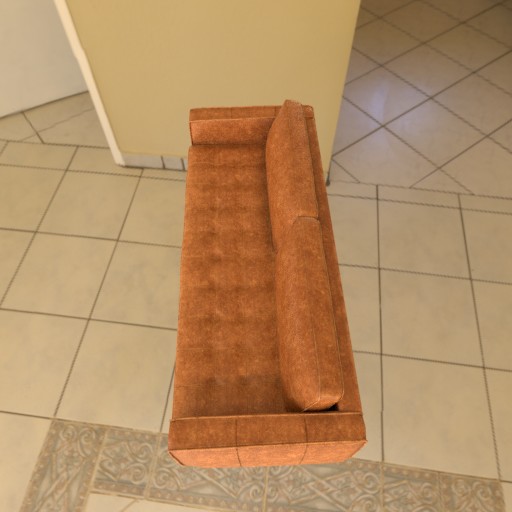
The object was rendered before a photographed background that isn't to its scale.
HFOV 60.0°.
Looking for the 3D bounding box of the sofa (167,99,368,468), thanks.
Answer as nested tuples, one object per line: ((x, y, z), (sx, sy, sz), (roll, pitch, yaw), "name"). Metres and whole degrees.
((0.000, 0.000, 2.600), (0.886, 0.779, 2.199), (-2, 57, -1), "sofa")
